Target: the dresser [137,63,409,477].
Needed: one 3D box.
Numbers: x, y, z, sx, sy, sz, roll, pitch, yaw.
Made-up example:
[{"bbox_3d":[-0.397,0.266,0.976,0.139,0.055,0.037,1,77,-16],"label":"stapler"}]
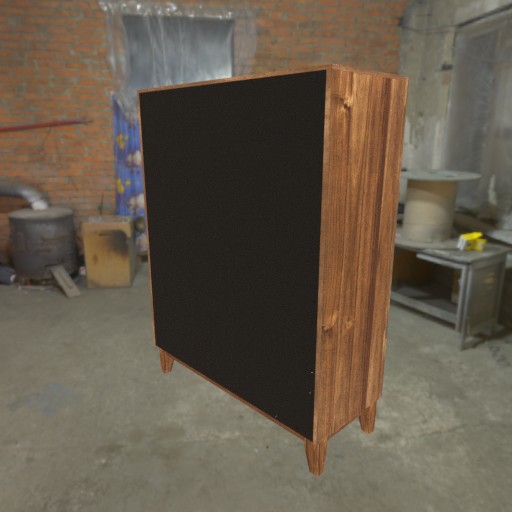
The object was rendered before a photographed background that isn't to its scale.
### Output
[{"bbox_3d":[0.000,0.000,1.918,0.442,1.393,1.062,-14,21,-42],"label":"dresser"}]
